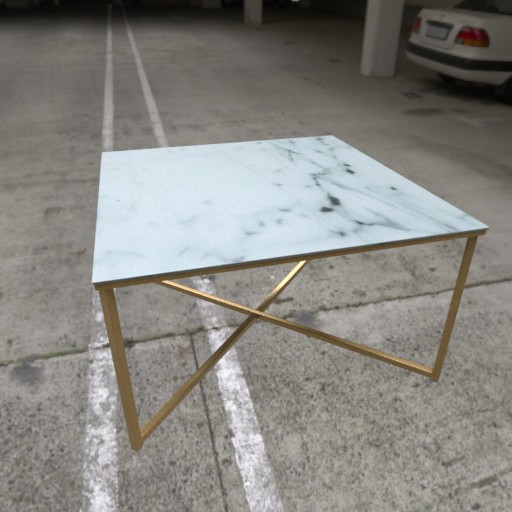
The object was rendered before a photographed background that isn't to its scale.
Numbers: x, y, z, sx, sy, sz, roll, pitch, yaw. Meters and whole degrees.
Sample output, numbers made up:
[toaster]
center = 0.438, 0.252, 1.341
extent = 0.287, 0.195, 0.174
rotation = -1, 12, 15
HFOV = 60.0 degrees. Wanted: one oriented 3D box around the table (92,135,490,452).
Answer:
[table]
center = 0.000, 0.000, 1.286
extent = 0.800, 0.450, 0.800
rotation = -8, 30, -14
